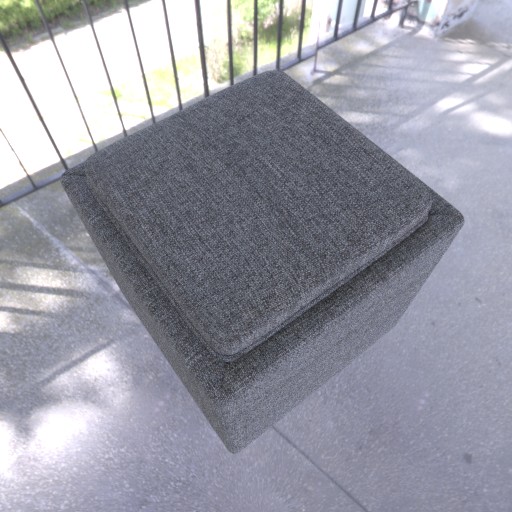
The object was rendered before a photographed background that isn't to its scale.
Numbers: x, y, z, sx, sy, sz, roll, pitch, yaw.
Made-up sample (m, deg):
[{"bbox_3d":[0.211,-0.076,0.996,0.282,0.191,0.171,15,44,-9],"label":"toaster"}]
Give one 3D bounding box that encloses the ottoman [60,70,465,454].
[{"bbox_3d":[0.000,0.000,0.814,0.450,0.460,0.450,-33,64,-19],"label":"ottoman"}]
